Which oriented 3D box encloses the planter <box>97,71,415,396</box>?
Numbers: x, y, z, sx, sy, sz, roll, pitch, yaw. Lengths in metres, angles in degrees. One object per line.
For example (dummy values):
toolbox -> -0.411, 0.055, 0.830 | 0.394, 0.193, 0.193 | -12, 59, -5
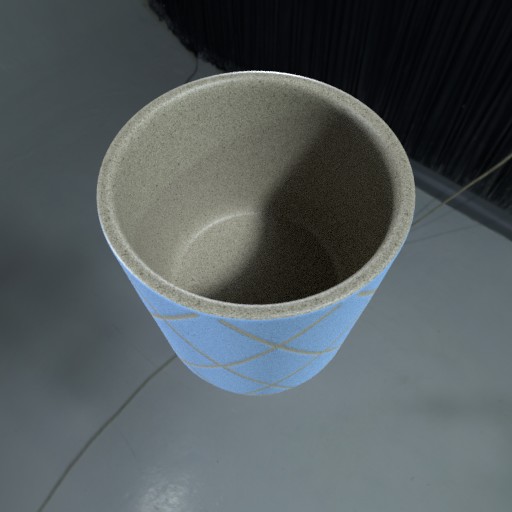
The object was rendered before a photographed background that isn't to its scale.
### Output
planter -> 0.000, 0.000, 0.353 | 0.191, 0.200, 0.191 | 0, 60, 0
